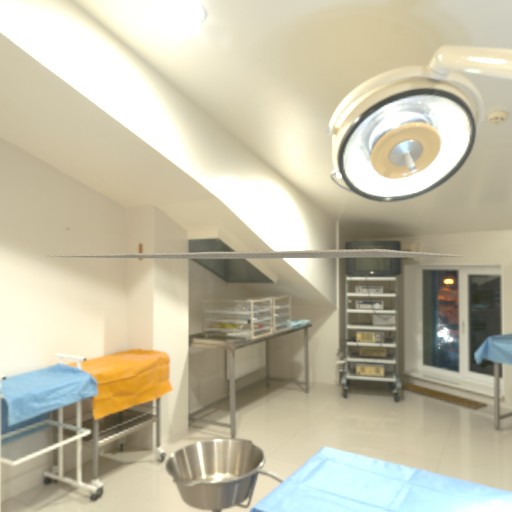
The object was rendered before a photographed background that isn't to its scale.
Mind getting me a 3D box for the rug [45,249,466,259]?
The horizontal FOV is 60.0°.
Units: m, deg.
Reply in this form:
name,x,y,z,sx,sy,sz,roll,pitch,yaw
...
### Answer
name,x,y,z,sx,sy,sz,roll,pitch,yaw
rug,0.000,0.000,4.350,3.359,0.020,2.448,-1,-1,36
